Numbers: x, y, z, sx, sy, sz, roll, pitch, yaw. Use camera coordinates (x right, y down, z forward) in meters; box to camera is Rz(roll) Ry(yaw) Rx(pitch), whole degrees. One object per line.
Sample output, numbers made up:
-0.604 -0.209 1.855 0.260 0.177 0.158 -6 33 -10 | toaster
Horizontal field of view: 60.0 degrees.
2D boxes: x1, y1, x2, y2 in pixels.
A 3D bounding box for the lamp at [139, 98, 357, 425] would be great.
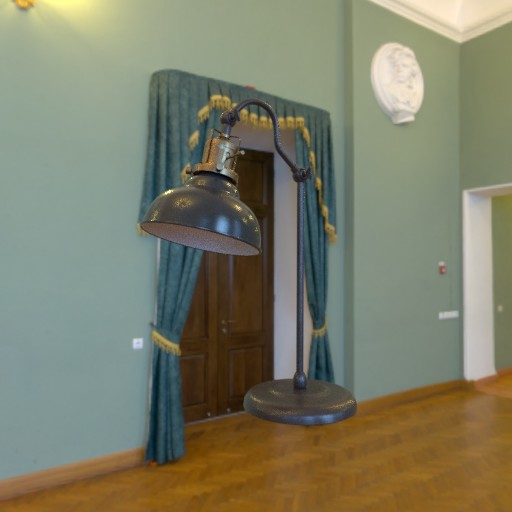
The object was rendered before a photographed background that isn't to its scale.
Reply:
0.000 0.000 0.711 0.374 0.508 0.192 1 -1 -35 | lamp
